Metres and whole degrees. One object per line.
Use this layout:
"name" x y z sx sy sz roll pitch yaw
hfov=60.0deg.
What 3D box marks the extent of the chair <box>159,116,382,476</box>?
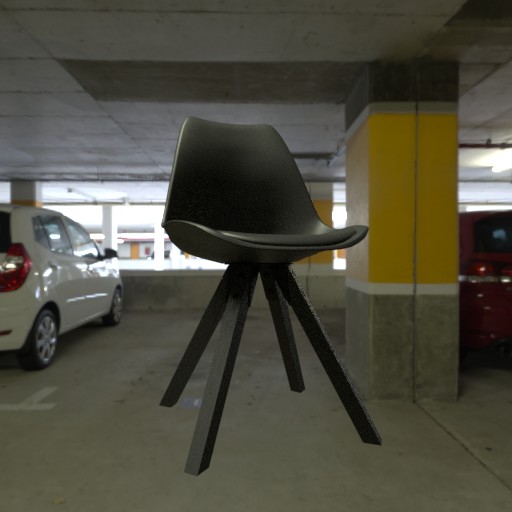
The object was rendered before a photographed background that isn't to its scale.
"chair" 0.000 0.000 1.154 0.485 0.850 0.550 0 0 -19
